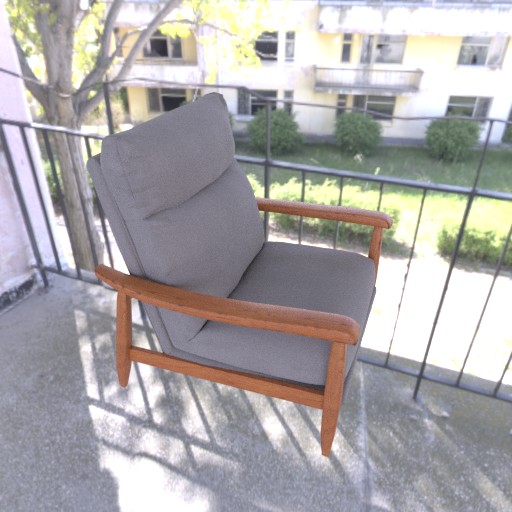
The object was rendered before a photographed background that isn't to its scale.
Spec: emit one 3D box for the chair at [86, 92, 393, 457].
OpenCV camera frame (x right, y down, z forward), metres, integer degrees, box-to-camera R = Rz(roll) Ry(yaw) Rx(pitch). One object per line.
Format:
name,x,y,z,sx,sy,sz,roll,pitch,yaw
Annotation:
chair,0.000,0.000,1.518,0.816,0.922,0.782,12,33,18
